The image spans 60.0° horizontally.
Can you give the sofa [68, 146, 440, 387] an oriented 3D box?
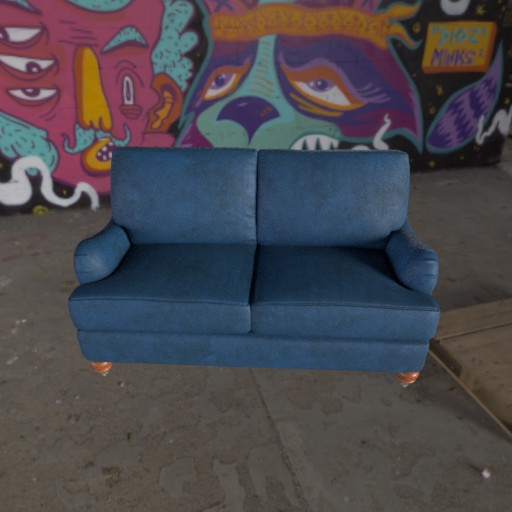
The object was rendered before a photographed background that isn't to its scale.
[{"bbox_3d":[0.000,0.000,2.558,1.853,1.101,1.084,1,28,3],"label":"sofa"}]
